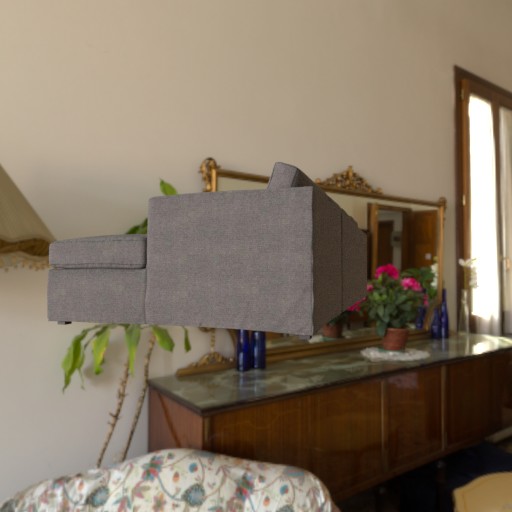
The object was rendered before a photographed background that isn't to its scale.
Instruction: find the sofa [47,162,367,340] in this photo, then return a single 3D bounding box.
[{"bbox_3d":[0.000,0.000,3.871,1.650,0.922,3.205,-1,-2,18],"label":"sofa"}]
